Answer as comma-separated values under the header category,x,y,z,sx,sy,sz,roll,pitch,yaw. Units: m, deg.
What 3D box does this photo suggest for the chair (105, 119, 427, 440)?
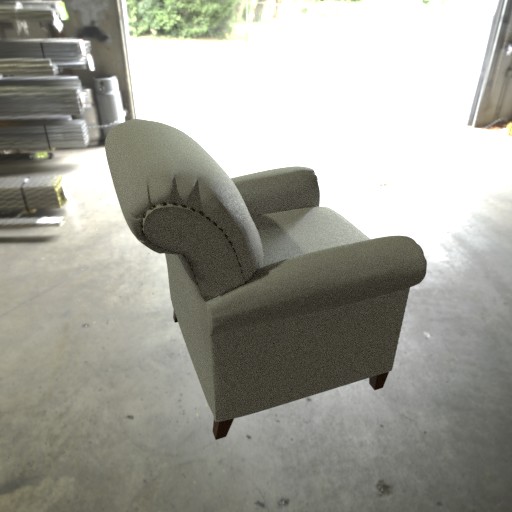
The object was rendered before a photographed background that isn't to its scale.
category,x,y,z,sx,sy,sz,roll,pitch,yaw
chair,0.000,0.000,1.593,0.890,0.927,0.854,-11,32,-18
